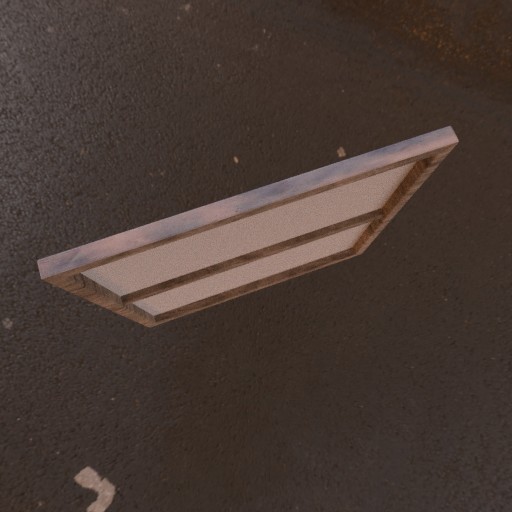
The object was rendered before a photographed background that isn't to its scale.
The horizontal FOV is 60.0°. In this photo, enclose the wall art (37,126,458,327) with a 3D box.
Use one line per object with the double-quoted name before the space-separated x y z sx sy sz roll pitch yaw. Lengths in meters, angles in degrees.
"wall art" 0.000 0.000 1.110 0.747 0.747 0.035 -19 76 -5
